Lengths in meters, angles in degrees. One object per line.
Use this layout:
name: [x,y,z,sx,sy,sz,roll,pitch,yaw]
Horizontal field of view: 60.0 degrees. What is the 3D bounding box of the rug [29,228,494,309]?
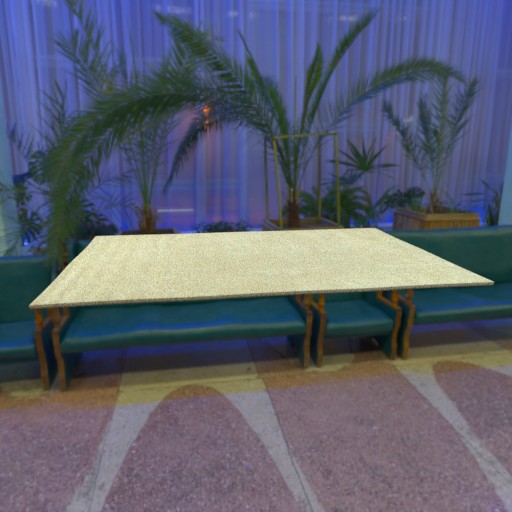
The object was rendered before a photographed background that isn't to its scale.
rug: [0.000,0.000,3.400,2.699,0.025,1.800,-2,15,-8]
